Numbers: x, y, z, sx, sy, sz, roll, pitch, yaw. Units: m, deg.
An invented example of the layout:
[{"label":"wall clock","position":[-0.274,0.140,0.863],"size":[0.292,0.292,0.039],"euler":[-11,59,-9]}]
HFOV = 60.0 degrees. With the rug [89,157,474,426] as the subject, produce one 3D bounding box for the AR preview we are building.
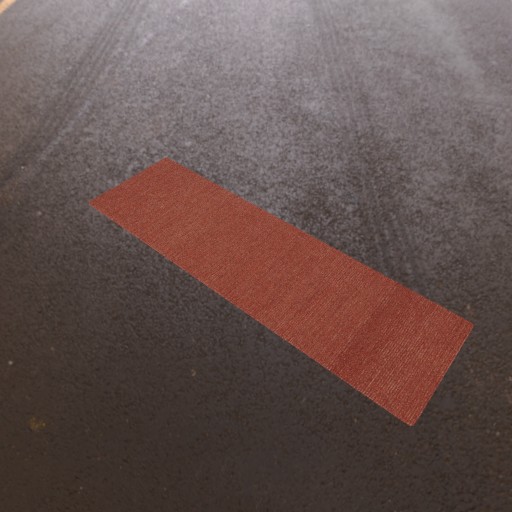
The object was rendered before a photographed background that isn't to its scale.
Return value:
[{"label":"rug","position":[0.000,0.000,2.570],"size":[2.307,0.012,0.687],"euler":[31,54,26]}]
